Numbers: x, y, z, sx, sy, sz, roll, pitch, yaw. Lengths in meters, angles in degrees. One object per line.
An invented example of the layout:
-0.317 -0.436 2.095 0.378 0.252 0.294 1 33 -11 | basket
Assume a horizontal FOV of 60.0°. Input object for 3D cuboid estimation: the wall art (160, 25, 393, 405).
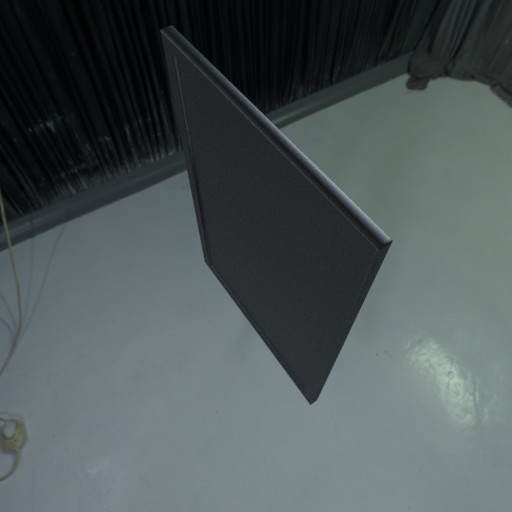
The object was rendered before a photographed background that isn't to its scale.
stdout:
0.000 0.000 0.543 0.013 0.431 0.303 -31 63 -17 | wall art
